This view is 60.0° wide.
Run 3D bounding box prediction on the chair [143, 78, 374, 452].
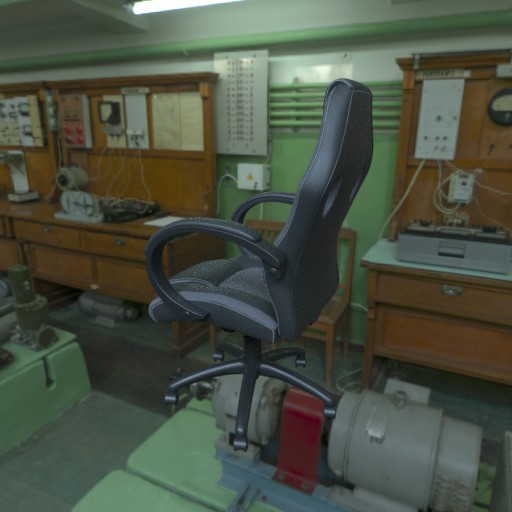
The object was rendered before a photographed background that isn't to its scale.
[{"bbox_3d":[0.000,0.000,1.636,0.724,1.187,0.673,8,18,24],"label":"chair"}]
